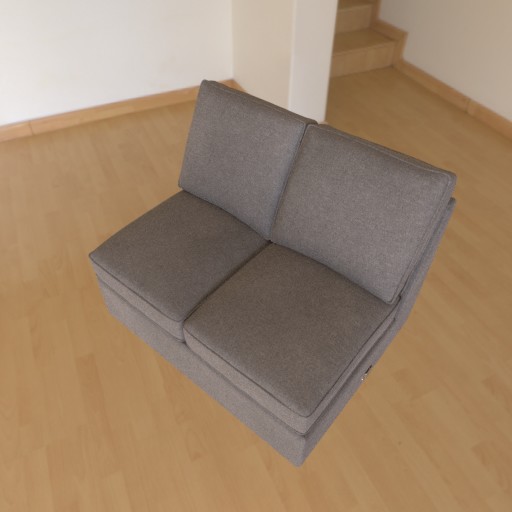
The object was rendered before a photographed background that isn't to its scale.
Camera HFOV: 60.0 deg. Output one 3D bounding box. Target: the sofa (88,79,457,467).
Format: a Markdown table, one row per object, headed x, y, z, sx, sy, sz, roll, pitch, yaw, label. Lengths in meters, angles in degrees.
| x | y | z | sx | sy | sz | roll | pitch | yaw | label |
| --- | --- | --- | --- | --- | --- | --- | --- | --- | --- |
| 0.000 | 0.000 | 1.944 | 1.237 | 1.008 | 0.951 | 31 | 53 | 26 | sofa |
